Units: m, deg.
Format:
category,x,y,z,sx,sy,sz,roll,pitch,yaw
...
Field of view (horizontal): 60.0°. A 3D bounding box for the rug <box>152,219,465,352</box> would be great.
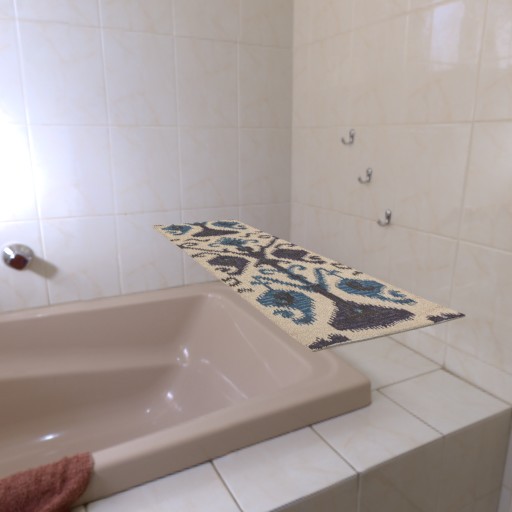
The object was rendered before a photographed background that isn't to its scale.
category,x,y,z,sx,sy,sz,roll,pitch,yaw
rug,0.000,0.000,2.547,0.692,0.017,2.301,-7,16,-24
